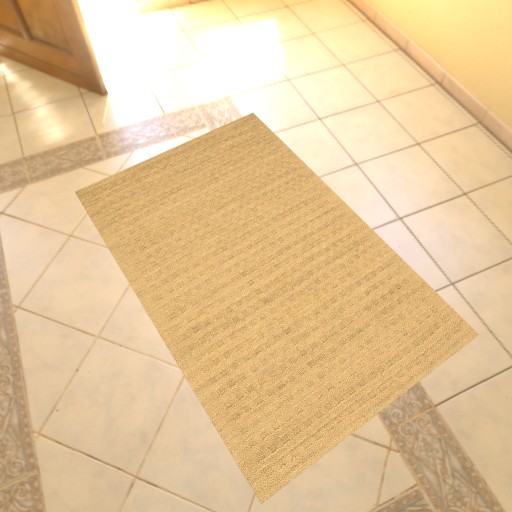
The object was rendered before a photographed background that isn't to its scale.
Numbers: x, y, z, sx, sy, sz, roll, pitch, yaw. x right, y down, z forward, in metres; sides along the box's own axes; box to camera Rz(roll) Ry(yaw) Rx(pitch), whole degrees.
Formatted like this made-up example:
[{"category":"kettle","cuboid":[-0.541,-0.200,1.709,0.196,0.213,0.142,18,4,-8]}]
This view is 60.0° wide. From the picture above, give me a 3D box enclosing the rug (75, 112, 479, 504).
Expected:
[{"category":"rug","cuboid":[0.000,0.000,2.135,1.142,0.006,1.752,-30,62,-18]}]
